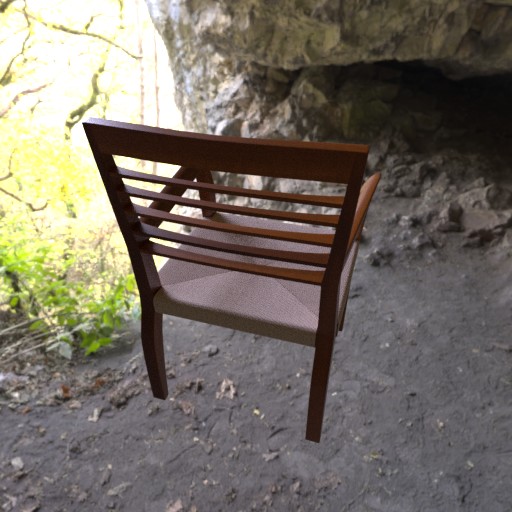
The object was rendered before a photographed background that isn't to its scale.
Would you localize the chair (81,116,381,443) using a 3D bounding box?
[{"bbox_3d":[0.000,0.000,1.237,0.587,0.855,0.540,10,35,15],"label":"chair"}]
